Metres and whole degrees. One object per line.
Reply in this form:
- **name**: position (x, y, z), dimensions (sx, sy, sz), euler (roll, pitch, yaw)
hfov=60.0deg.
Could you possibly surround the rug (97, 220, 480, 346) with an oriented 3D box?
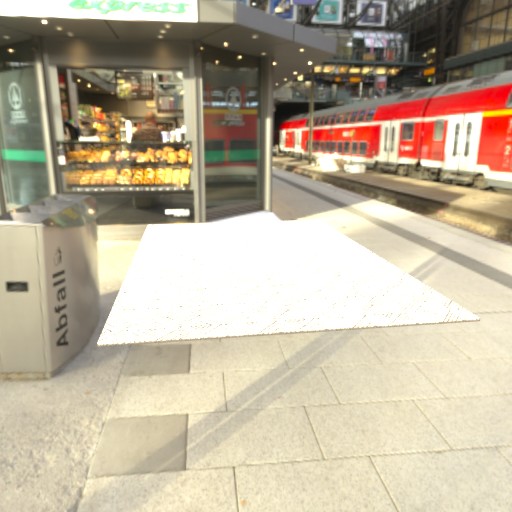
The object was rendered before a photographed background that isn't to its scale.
- **rug**: position (0.000, 0.000, 2.175), dimensions (1.175, 0.008, 1.783), euler (-2, 15, -9)
